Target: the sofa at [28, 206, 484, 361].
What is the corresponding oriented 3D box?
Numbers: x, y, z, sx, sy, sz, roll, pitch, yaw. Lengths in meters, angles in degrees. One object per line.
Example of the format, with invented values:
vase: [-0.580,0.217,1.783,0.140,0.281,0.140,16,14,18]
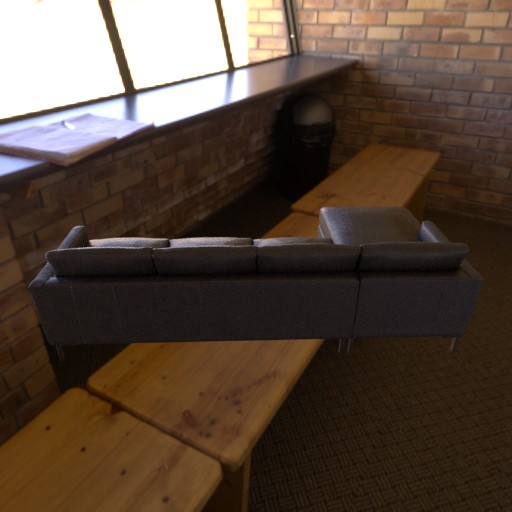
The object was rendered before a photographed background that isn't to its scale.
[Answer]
sofa: [0.000,0.000,3.623,2.993,0.859,1.471,-1,30,-2]
